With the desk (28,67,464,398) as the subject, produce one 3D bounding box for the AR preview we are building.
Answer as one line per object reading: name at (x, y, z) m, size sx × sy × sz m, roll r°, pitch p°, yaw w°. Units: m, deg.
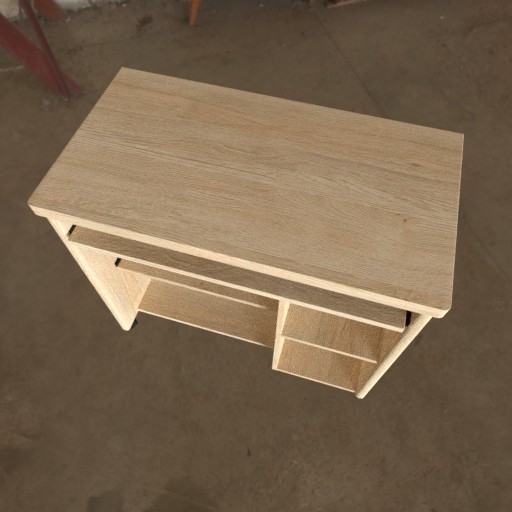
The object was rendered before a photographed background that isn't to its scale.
desk at (0.000, 0.000, 1.325) m, size 0.885 × 0.770 × 0.480 m, roll 14°, pitch 60°, yaw 8°
